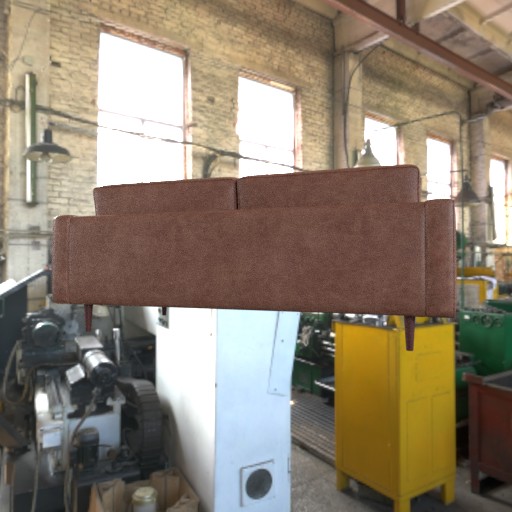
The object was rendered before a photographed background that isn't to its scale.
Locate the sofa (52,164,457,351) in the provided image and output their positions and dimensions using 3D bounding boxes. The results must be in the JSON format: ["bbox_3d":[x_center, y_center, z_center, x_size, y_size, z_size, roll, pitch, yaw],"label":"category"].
[{"bbox_3d":[0.000,0.000,2.335,1.870,0.760,0.910,0,-1,19],"label":"sofa"}]
